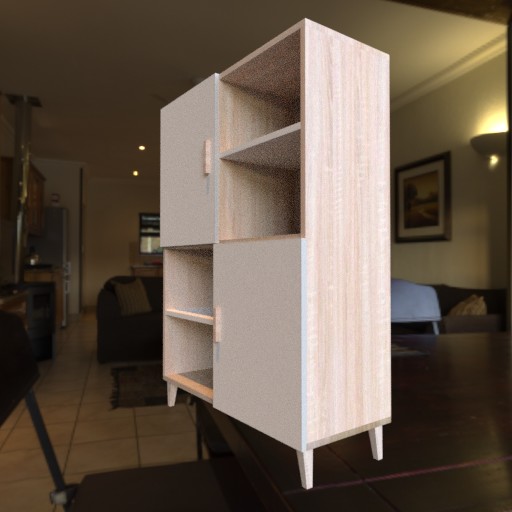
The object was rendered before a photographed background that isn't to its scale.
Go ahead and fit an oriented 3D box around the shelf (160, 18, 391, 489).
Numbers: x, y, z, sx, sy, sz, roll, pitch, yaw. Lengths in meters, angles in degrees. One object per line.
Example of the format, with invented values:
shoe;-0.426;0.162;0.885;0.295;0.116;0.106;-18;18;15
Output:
shelf;0.000;0.000;1.817;0.434;1.405;0.995;1;-1;-36
